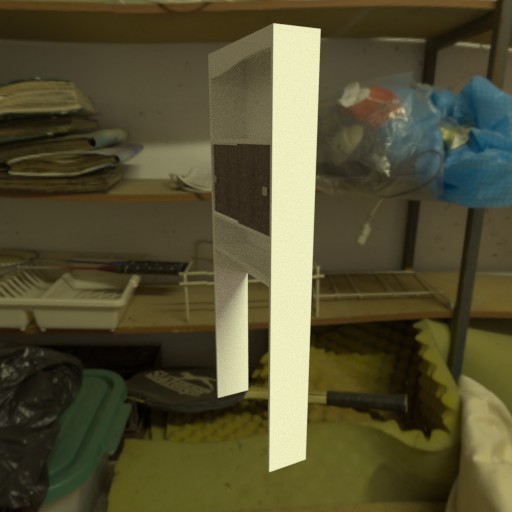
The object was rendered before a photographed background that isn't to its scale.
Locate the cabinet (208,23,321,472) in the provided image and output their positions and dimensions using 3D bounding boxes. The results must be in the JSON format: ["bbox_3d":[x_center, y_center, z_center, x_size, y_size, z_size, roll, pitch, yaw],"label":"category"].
[{"bbox_3d":[0.000,0.000,2.013,0.192,1.770,0.643,-7,17,-24],"label":"cabinet"}]
